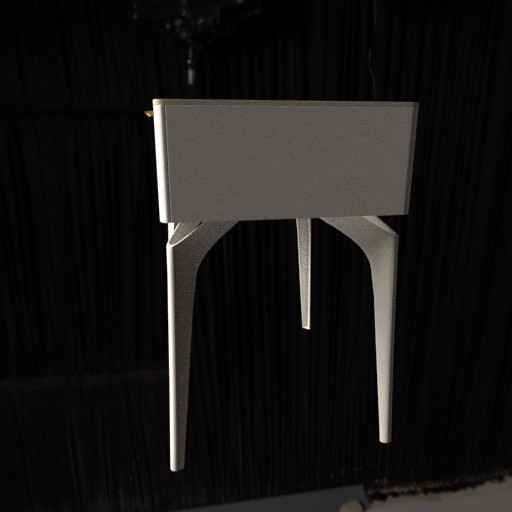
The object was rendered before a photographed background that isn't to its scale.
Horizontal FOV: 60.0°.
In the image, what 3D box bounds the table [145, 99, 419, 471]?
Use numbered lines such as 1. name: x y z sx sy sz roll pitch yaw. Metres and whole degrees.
1. table: 0.000 0.000 0.908 0.400 0.570 0.500 -3 16 -10
